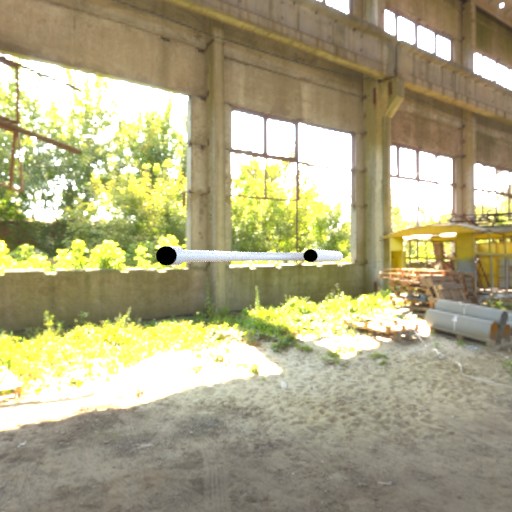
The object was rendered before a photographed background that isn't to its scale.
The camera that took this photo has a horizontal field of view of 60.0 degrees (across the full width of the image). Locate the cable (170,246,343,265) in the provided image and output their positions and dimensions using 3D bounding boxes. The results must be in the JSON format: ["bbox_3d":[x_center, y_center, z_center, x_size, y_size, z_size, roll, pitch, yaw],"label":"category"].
[{"bbox_3d":[0.000,0.000,0.112,0.040,0.006,0.098,0,0,21],"label":"cable"}]
